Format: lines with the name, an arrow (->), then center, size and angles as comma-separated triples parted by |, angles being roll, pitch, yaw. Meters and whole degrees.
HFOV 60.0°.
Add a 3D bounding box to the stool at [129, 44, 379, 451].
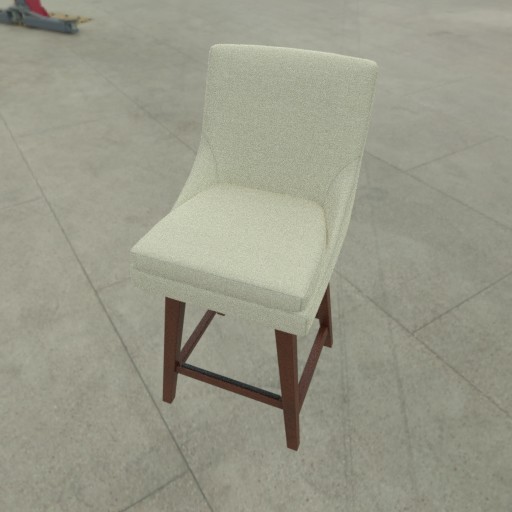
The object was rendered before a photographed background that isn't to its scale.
stool -> 0.000, 0.000, 1.271 | 0.469, 0.991, 0.559 | 14, 41, 16
